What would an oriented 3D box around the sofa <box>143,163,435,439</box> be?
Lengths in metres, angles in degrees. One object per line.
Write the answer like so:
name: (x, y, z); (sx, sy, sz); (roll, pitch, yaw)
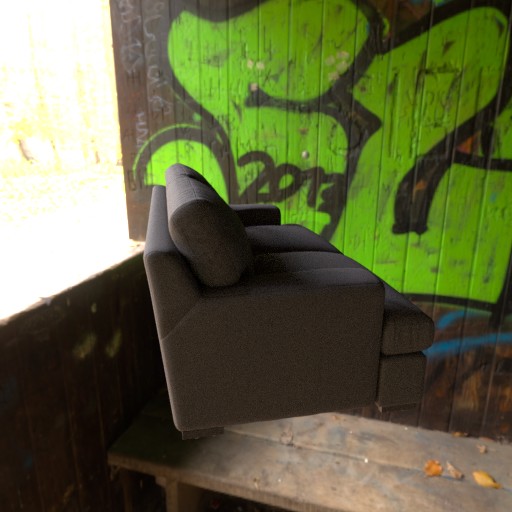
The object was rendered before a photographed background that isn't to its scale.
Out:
sofa: (0.000, 0.000, 2.519); (1.143, 0.940, 1.880); (-3, 17, -11)
